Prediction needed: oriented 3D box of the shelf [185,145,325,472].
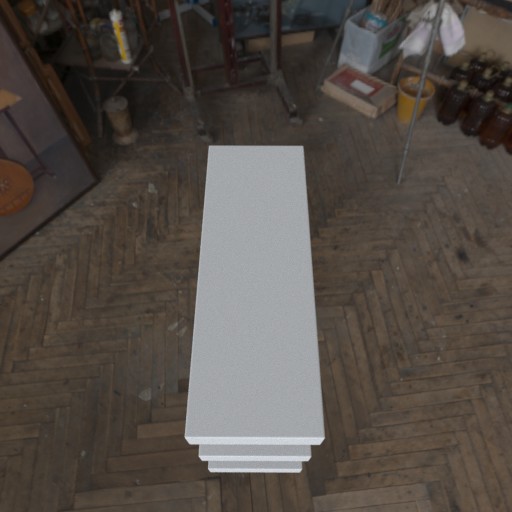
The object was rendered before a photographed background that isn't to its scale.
[{"bbox_3d":[0.000,0.000,0.726,0.140,0.293,0.610,0,58,0],"label":"shelf"}]
